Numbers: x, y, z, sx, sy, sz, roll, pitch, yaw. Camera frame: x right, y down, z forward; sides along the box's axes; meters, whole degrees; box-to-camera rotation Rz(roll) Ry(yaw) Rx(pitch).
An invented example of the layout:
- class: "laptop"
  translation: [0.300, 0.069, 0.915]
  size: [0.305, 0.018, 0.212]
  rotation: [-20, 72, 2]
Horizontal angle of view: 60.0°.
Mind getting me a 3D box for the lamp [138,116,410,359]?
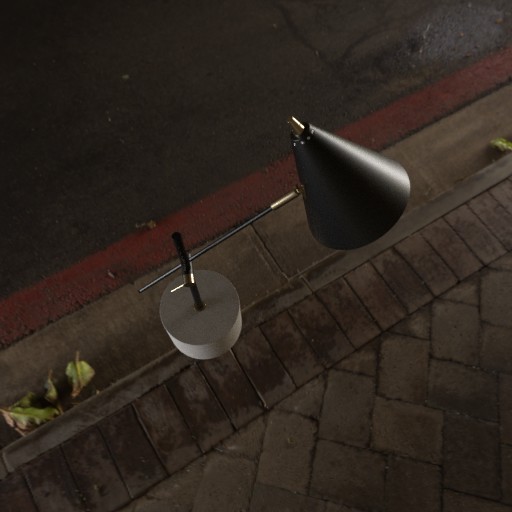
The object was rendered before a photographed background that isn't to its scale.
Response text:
- class: "lamp"
  translation: [0.000, 0.000, 0.712]
  size: [0.403, 0.518, 0.214]
  rotation: [1, 64, 0]
